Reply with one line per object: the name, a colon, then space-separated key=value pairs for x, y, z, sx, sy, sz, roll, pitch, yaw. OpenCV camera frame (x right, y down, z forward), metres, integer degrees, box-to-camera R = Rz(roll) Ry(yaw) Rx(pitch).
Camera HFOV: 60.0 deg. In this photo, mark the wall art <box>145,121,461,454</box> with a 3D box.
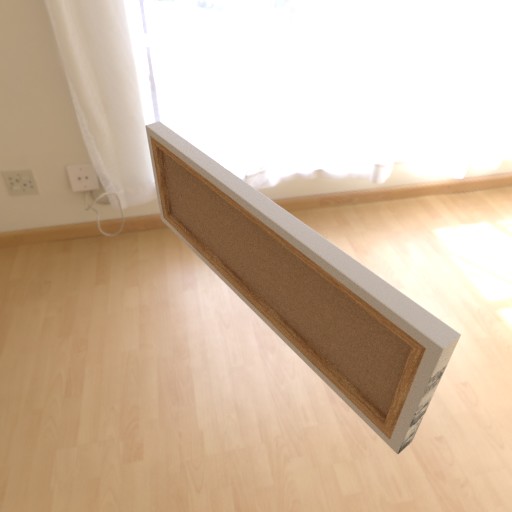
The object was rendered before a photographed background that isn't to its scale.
wall art: x=0.000 y=0.000 z=0.831 sx=0.038 sy=0.255 sz=0.763 roll=-26 pitch=47 yaw=-27
